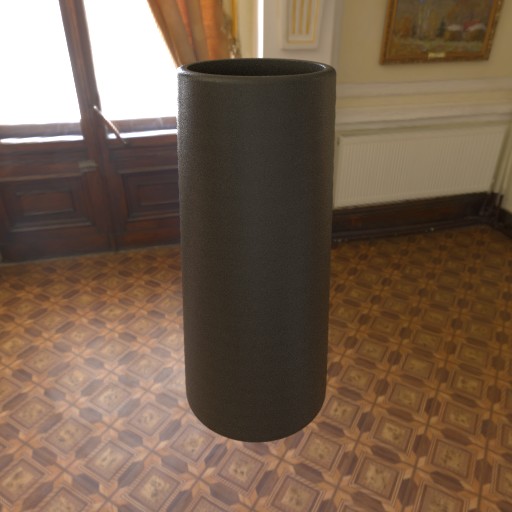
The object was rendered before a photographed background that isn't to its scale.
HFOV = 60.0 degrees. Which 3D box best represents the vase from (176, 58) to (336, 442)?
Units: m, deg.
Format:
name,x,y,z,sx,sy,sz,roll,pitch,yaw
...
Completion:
name,x,y,z,sx,sy,sz,roll,pitch,yaw
vase,0.000,0.000,0.365,0.136,0.289,0.136,-1,30,-2
